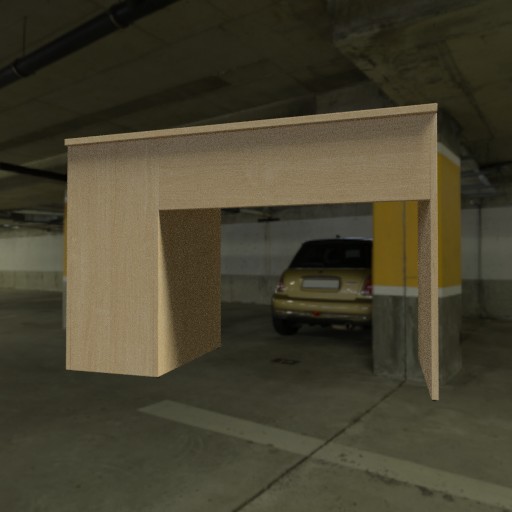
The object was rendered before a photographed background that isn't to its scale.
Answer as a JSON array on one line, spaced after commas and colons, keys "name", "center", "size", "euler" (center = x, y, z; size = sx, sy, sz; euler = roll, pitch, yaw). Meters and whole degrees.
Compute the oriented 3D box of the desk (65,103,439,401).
[{"name": "desk", "center": [0.000, 0.000, 1.507], "size": [1.097, 0.735, 0.560], "euler": [0, -1, 17]}]
